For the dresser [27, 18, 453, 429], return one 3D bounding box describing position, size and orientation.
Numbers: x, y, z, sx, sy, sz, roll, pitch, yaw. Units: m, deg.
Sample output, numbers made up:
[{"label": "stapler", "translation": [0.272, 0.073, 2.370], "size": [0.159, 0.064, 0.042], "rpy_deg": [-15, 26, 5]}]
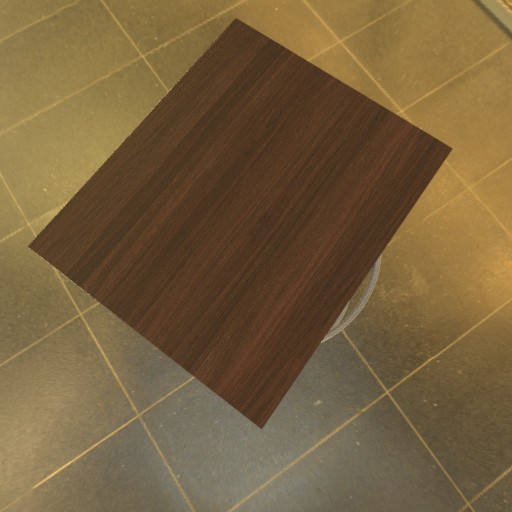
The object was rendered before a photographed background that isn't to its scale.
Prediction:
[{"label": "dresser", "translation": [0.000, 0.000, 0.751], "size": [0.360, 0.470, 0.400], "rpy_deg": [35, 77, 9]}]
